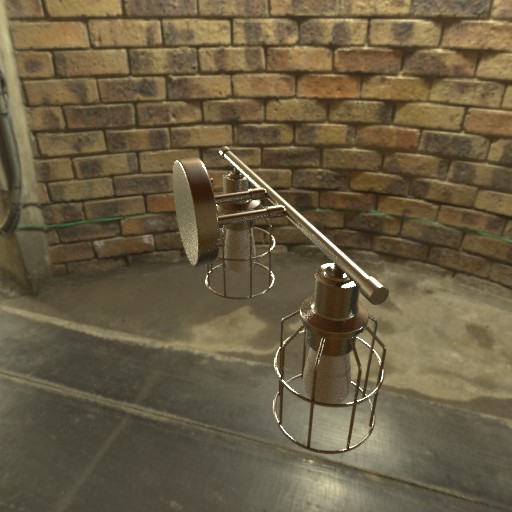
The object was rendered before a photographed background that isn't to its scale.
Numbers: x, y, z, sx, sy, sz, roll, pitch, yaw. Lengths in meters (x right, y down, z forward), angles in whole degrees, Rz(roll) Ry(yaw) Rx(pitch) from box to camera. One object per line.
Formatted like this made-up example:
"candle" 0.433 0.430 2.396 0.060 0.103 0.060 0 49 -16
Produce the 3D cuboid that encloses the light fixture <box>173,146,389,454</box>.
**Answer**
"light fixture" 0.000 0.000 0.538 0.165 0.254 0.406 -11 32 -18
